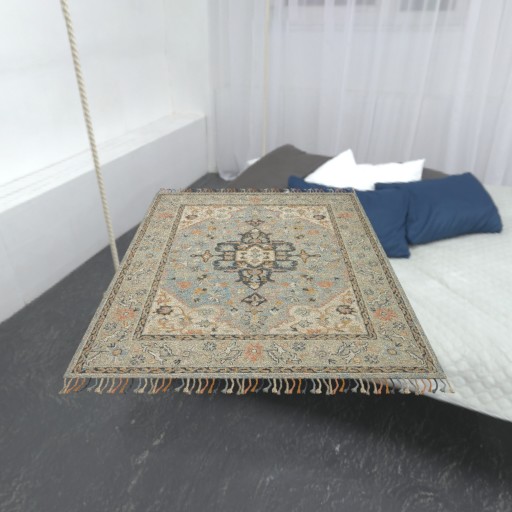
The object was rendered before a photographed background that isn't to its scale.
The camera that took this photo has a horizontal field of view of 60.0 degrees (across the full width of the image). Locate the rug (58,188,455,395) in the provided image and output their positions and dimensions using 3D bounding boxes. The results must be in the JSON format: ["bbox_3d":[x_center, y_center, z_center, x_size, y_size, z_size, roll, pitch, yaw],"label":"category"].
[{"bbox_3d":[0.000,0.000,4.004,2.379,0.011,3.221,0,31,0],"label":"rug"}]
